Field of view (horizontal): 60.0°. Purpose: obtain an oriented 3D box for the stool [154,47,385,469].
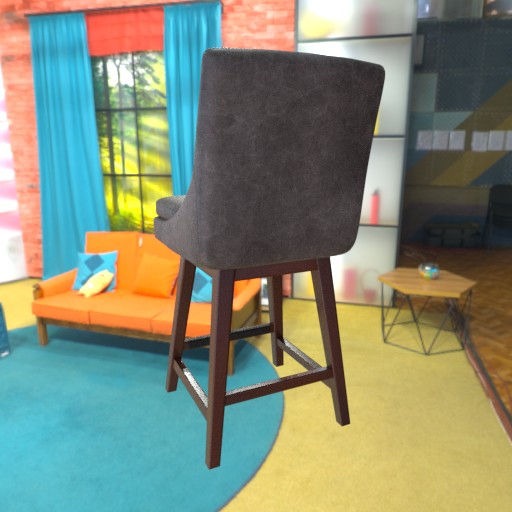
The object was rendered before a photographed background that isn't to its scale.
[{"bbox_3d":[0.000,0.000,1.344,0.492,1.046,0.587,-7,15,-25],"label":"stool"}]
